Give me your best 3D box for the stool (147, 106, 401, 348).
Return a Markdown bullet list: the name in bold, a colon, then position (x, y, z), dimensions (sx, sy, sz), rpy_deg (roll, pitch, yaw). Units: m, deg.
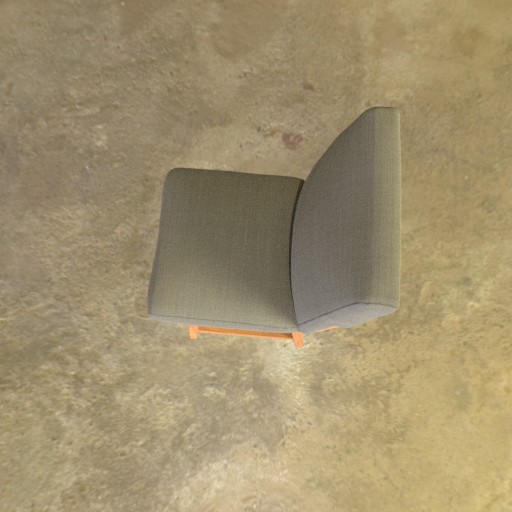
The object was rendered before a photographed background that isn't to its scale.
- **stool**: position (0.000, 0.000, 1.332), dimensions (0.570, 1.019, 0.459), rpy_deg (5, 75, 1)
